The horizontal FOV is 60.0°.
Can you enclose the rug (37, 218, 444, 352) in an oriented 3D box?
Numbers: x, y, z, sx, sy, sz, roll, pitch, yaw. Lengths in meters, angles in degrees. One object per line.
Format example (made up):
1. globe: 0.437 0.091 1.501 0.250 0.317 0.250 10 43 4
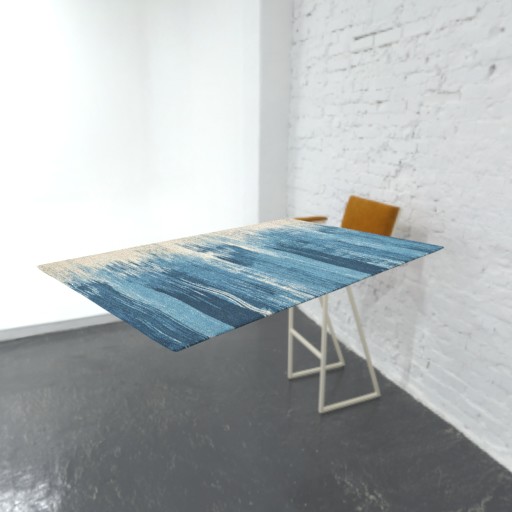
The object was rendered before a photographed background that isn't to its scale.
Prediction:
1. rug: 0.000 0.000 2.359 1.836 0.009 1.232 -14 21 -42
